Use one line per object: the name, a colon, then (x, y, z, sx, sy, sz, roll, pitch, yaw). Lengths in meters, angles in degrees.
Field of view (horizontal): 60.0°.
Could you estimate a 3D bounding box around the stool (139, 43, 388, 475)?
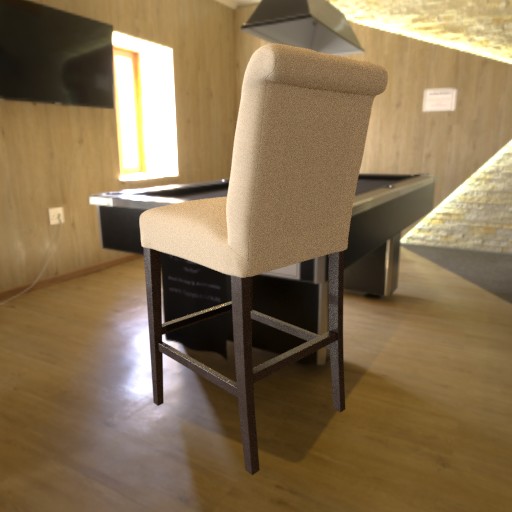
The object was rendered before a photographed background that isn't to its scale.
stool: (0.000, 0.000, 1.405, 0.482, 1.118, 0.610, -14, 20, -43)
